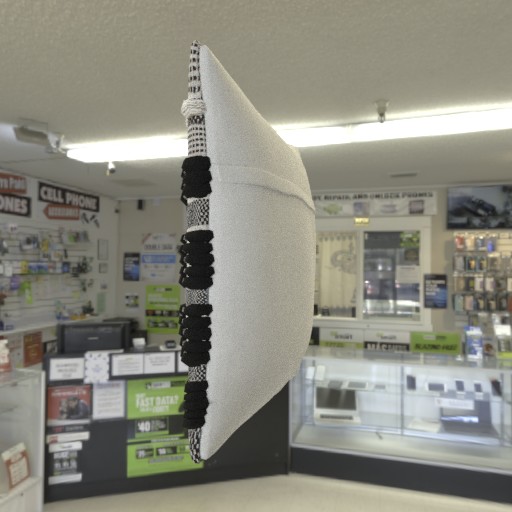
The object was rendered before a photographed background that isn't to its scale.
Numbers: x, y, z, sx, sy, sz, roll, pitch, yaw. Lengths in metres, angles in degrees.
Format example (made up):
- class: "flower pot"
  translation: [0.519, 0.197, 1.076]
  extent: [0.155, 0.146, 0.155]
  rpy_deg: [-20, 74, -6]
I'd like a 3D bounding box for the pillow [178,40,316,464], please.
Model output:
- class: "pillow"
  translation: [0.000, 0.000, 0.657]
  extent: [0.156, 0.438, 0.436]
  rpy_deg: [0, -2, 18]
